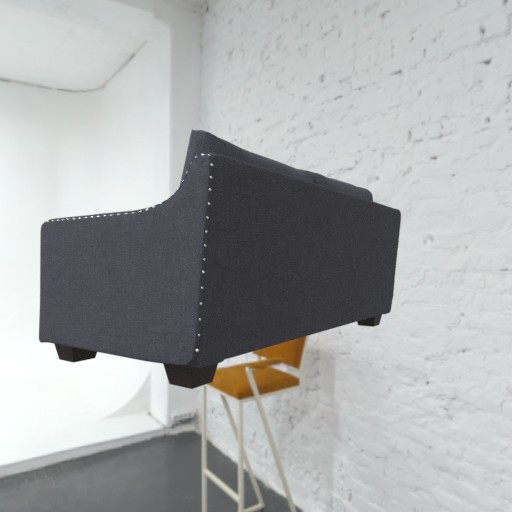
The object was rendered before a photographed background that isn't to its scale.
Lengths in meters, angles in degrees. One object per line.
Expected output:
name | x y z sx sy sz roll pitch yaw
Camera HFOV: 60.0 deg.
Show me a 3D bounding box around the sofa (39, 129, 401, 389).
sofa | 0.000 0.000 3.210 1.336 1.196 2.550 -1 -1 35
